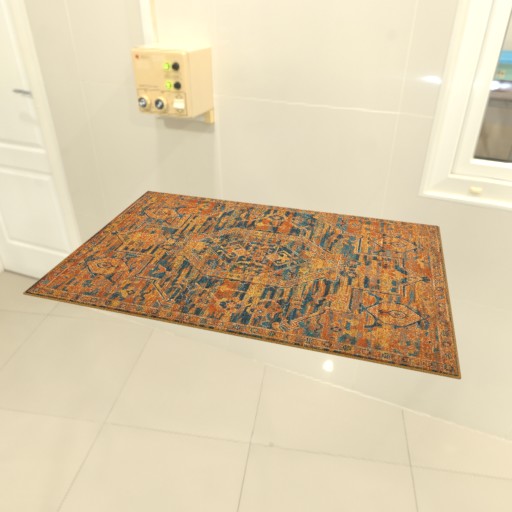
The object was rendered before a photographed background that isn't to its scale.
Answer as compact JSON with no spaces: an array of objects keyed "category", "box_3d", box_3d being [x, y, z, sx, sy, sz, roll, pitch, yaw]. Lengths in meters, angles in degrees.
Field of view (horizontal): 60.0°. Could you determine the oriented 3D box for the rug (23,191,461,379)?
[{"category":"rug","box_3d":[0.000,0.000,1.059,0.863,0.008,0.557,8,33,13]}]
